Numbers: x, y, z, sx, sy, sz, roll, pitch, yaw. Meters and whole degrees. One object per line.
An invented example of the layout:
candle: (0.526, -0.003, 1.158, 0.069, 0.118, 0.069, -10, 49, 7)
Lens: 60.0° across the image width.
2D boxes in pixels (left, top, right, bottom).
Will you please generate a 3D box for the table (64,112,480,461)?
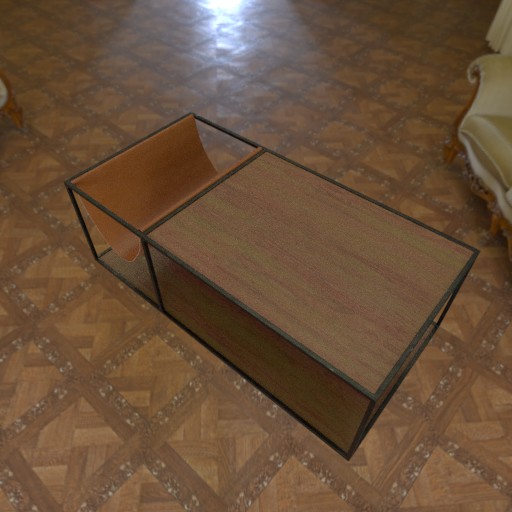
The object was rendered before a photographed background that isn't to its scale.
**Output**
table: (0.000, 0.000, 1.535, 1.199, 0.403, 0.597, 32, 55, 26)
